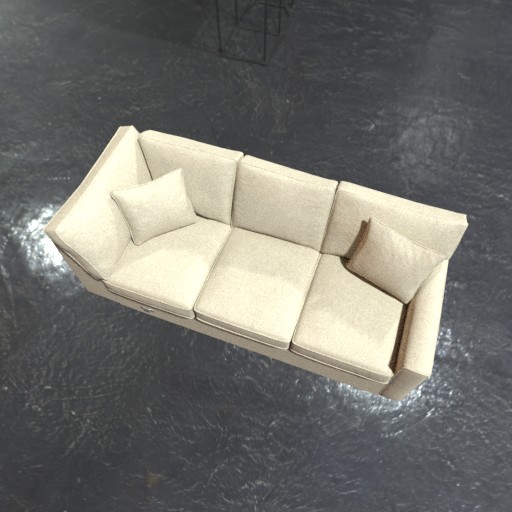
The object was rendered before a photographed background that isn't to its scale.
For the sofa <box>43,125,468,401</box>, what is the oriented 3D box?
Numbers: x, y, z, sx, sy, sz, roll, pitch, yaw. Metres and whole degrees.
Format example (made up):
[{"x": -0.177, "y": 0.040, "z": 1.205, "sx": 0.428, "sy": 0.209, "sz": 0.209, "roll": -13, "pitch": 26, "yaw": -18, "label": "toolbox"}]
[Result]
[{"x": 0.000, "y": 0.000, "z": 2.920, "sx": 2.323, "sy": 0.948, "sz": 1.053, "roll": 17, "pitch": 60, "yaw": 10, "label": "sofa"}]
